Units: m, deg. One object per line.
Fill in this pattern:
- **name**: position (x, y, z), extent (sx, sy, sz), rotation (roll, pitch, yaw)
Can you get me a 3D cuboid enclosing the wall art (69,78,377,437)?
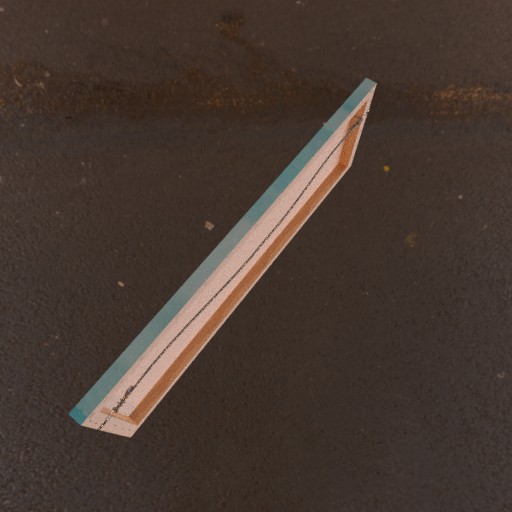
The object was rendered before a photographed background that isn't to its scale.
- **wall art**: position (0.000, 0.000, 0.819), extent (0.044, 0.254, 0.759), rotation (34, 69, 15)
